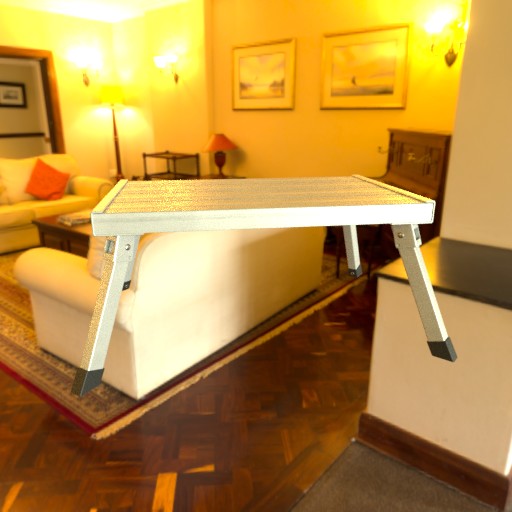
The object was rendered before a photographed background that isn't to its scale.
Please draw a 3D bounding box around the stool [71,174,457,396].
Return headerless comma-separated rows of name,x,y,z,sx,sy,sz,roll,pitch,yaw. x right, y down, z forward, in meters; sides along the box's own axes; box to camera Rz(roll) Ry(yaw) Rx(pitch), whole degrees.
stool,0.000,0.000,0.740,0.535,0.225,0.385,-3,18,-9
